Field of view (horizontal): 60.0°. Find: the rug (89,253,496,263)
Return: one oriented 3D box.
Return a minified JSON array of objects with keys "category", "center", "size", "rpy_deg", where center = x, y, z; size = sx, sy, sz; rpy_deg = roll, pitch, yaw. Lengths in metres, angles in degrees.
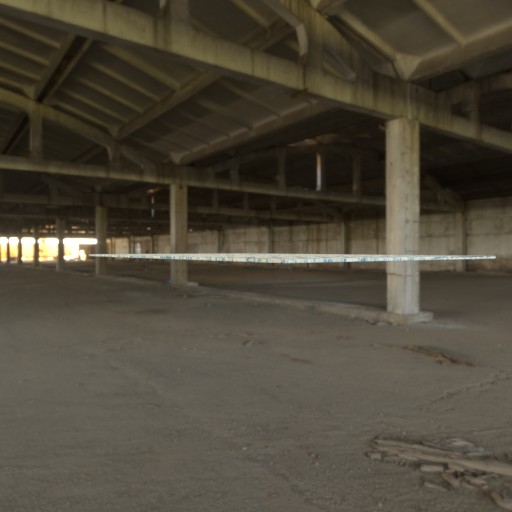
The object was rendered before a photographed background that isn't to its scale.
[{"category":"rug","center":[0.000,0.000,2.992],"size":[1.524,0.015,2.439],"rpy_deg":[-1,1,-36]}]
